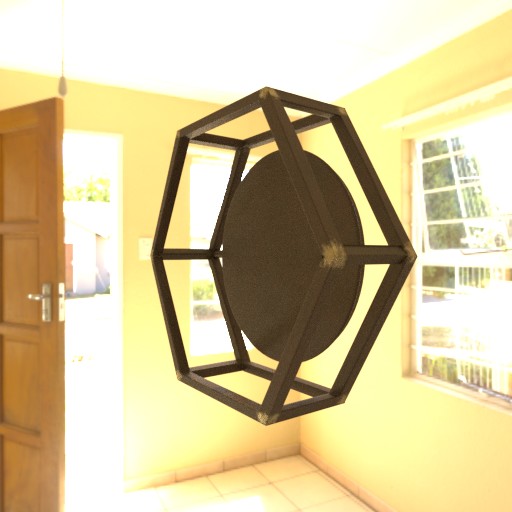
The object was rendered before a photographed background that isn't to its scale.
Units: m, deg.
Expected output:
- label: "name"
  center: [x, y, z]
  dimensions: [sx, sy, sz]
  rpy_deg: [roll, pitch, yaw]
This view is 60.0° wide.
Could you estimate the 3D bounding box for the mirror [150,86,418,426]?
- label: "mirror"
  center: [0.000, 0.000, 0.548]
  dimensions: [0.119, 0.334, 0.380]
  rpy_deg: [0, 0, -36]
